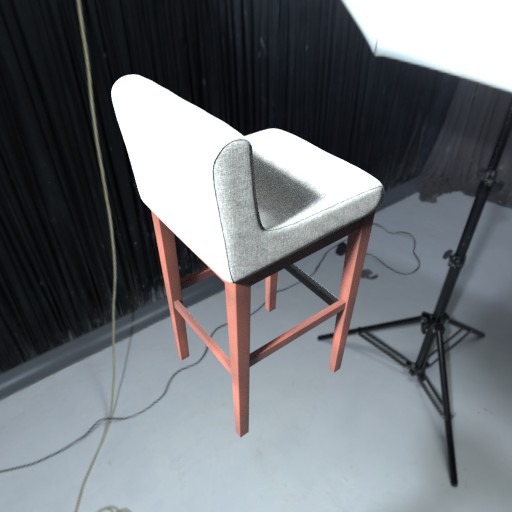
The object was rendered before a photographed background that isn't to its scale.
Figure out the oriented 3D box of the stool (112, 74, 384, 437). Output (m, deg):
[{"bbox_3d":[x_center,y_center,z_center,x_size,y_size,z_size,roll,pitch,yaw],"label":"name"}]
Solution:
[{"bbox_3d":[0.000,0.000,1.239,0.499,0.965,0.426,-25,45,-28],"label":"stool"}]
